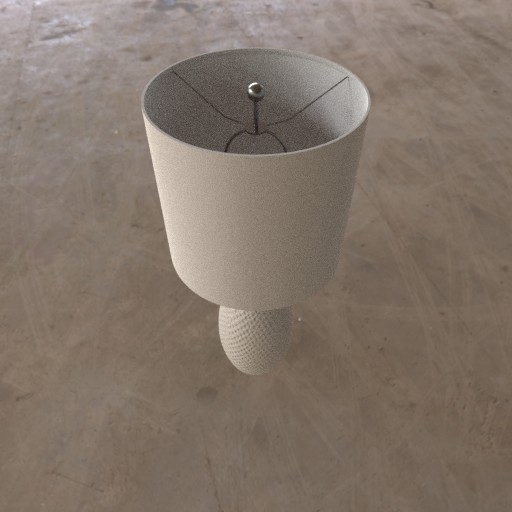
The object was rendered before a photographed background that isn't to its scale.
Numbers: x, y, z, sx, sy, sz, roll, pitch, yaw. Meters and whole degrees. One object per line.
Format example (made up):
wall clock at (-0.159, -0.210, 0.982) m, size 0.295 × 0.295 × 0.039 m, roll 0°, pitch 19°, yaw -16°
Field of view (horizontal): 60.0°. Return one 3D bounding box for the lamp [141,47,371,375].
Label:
lamp at (0.000, 0.000, 0.583) m, size 0.214 × 0.466 × 0.214 m, roll 3°, pitch 46°, yaw 3°
